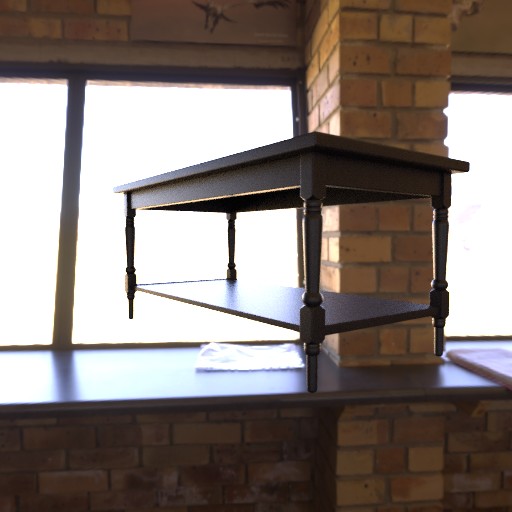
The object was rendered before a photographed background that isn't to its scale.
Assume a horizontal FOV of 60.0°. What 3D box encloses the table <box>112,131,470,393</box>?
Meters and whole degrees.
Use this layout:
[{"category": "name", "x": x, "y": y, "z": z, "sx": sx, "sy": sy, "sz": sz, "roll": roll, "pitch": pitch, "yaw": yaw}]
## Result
[{"category": "table", "x": 0.000, "y": 0.000, "z": 1.428, "sx": 0.550, "sy": 0.510, "sz": 1.107, "roll": -2, "pitch": 3, "yaw": -37}]
